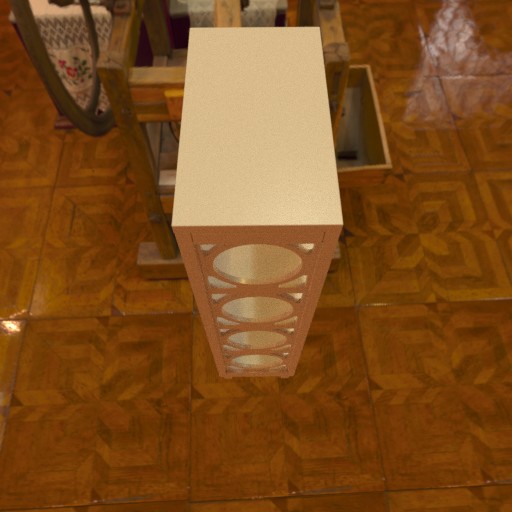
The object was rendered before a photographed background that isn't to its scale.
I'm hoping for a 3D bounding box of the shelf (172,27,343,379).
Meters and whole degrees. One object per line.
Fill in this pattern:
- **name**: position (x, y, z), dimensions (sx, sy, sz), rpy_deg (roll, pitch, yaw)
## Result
- **shelf**: position (0.000, 0.000, 1.641), dimensions (0.340, 1.411, 0.611), rpy_deg (-1, 62, 0)
